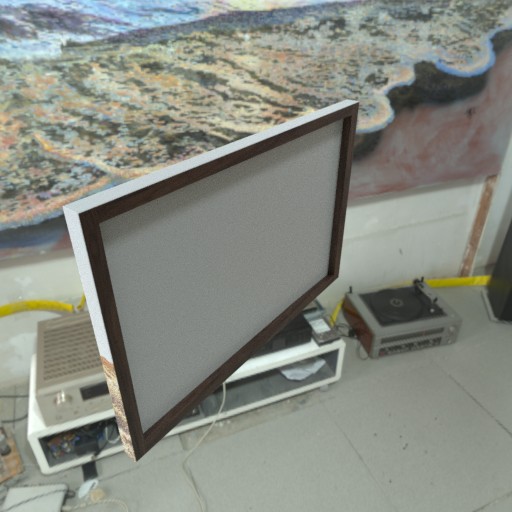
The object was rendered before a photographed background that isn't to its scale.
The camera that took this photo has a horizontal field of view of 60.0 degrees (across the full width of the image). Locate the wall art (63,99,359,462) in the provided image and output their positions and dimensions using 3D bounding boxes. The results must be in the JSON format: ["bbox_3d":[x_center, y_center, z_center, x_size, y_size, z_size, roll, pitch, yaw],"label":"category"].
[{"bbox_3d":[0.000,0.000,1.413,0.051,0.761,1.138,22,38,31],"label":"wall art"}]
